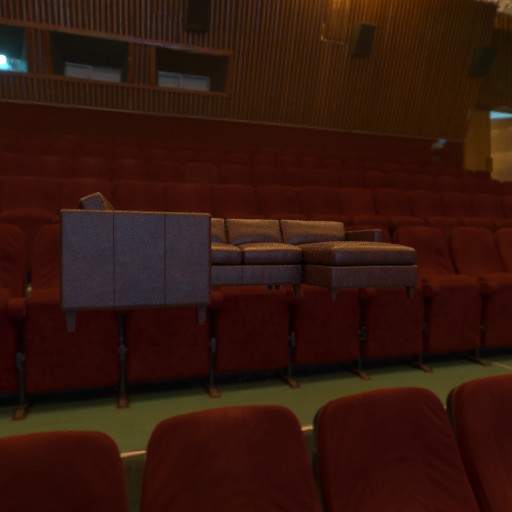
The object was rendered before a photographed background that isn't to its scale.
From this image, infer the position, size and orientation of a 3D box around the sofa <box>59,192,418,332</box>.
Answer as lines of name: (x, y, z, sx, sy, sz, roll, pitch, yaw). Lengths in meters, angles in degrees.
sofa: (0.000, 0.000, 4.335, 3.324, 0.891, 2.452, 0, 1, -19)
